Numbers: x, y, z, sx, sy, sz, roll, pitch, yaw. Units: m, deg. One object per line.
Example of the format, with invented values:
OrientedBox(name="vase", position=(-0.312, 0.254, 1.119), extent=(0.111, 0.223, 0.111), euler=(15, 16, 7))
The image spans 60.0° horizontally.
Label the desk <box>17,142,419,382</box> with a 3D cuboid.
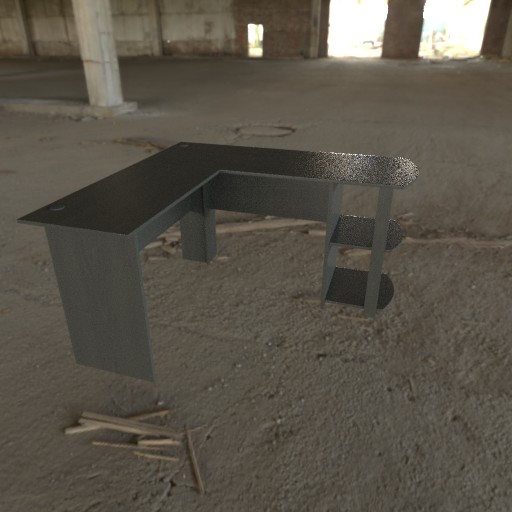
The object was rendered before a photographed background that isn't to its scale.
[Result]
OrientedBox(name="desk", position=(0.000, 0.000, 2.097), extent=(1.361, 0.716, 1.303), euler=(8, 28, 16))
